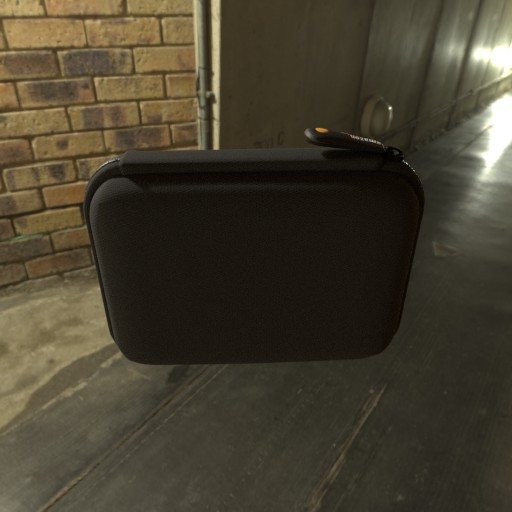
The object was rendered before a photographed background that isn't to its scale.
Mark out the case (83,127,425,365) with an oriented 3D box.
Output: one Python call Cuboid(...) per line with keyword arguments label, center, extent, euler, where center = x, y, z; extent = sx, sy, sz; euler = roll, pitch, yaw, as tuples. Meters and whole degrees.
Cuboid(label="case", center=(0.000, 0.000, 0.185), extent=(0.132, 0.105, 0.038), euler=(-1, 30, -2))
